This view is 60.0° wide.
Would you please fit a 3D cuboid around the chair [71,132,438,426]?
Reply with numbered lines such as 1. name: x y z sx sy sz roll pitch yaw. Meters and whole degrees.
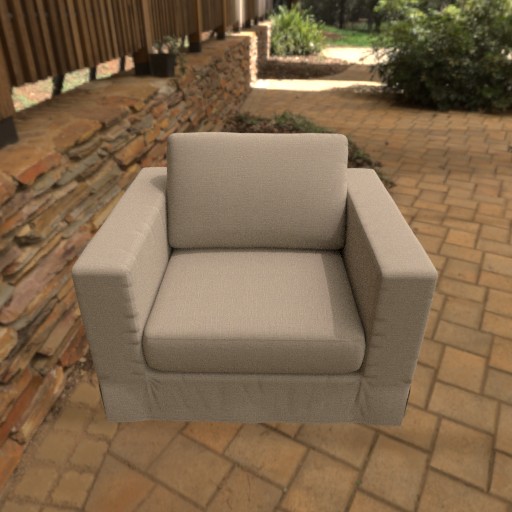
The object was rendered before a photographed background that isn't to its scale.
1. chair: 0.000 0.000 1.823 1.150 0.878 0.957 1 30 1
